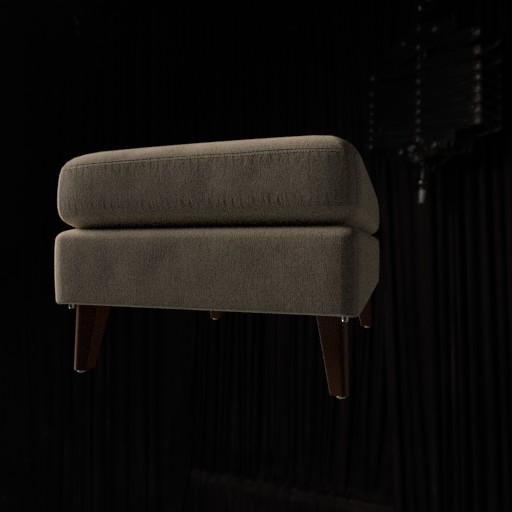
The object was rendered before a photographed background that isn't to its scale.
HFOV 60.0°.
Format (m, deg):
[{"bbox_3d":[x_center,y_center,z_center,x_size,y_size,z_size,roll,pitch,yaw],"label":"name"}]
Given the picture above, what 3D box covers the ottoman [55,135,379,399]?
[{"bbox_3d":[0.000,0.000,1.188,0.610,0.478,0.823,0,1,18],"label":"ottoman"}]
